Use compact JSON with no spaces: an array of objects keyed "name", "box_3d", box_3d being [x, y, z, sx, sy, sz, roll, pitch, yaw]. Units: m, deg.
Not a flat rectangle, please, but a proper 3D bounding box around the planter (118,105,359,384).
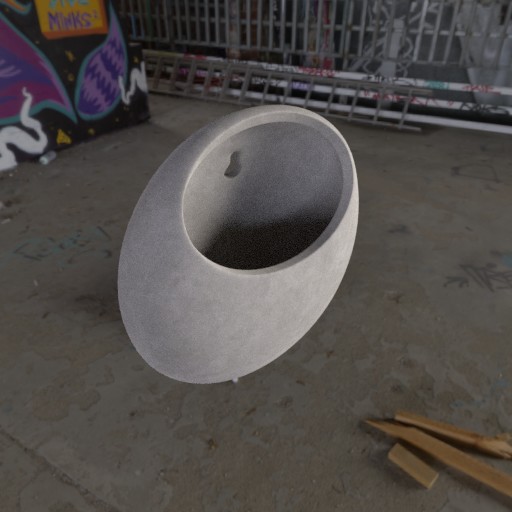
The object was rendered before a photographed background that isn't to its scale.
[{"name":"planter","box_3d":[0.000,0.000,0.287,0.185,0.188,0.071,-24,39,-33]}]
